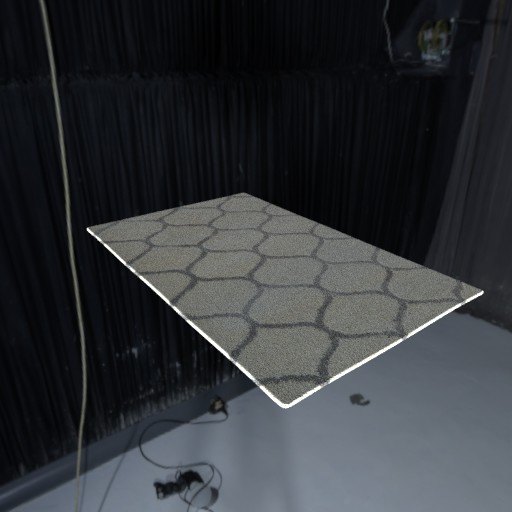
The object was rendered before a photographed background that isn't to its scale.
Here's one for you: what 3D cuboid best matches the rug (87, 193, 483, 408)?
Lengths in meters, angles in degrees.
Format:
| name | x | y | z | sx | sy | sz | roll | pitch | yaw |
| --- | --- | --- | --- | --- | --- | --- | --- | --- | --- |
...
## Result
| name | x | y | z | sx | sy | sz | roll | pitch | yaw |
| --- | --- | --- | --- | --- | --- | --- | --- | --- | --- |
| rug | 0.000 | 0.000 | 2.970 | 1.501 | 0.024 | 2.348 | -18 | 31 | -33 |
